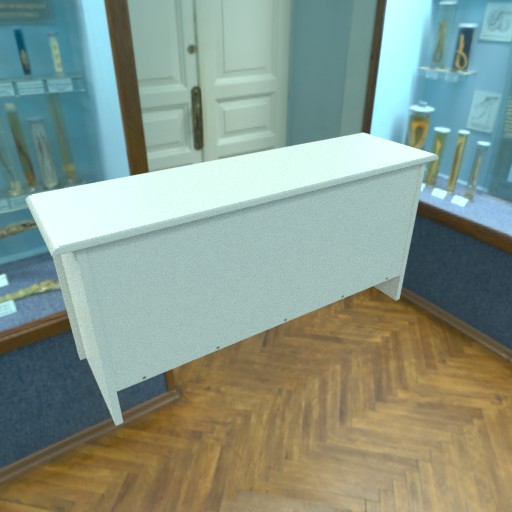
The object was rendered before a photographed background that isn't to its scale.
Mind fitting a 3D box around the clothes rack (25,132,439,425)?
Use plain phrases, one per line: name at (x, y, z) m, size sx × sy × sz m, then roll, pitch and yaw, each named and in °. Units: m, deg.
clothes rack at (0.000, 0.000, 1.342) m, size 1.120 × 0.531 × 0.324 m, roll -17°, pitch 34°, yaw -28°
